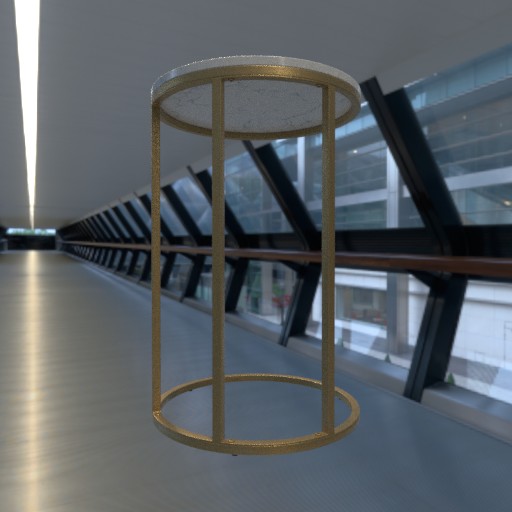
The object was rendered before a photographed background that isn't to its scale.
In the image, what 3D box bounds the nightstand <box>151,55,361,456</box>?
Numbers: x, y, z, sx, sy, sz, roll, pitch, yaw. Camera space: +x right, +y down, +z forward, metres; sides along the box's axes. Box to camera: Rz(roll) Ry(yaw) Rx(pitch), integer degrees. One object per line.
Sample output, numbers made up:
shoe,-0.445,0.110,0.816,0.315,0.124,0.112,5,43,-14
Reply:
nightstand,0.000,0.000,0.872,0.400,0.610,0.400,0,1,18
